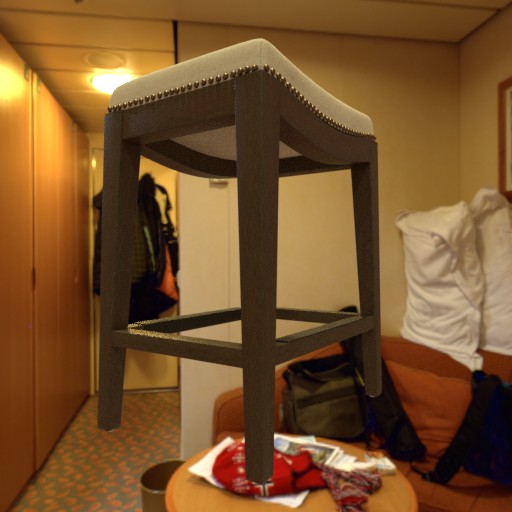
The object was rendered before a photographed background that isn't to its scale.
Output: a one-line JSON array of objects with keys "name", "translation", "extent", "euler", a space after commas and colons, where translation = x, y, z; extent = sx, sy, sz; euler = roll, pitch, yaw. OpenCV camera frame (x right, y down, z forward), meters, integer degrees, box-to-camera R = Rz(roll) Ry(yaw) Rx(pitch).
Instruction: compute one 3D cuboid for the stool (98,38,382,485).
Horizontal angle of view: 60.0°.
[{"name": "stool", "translation": [0.000, 0.000, 0.915], "extent": [0.361, 0.642, 0.500], "euler": [0, 0, 34]}]
